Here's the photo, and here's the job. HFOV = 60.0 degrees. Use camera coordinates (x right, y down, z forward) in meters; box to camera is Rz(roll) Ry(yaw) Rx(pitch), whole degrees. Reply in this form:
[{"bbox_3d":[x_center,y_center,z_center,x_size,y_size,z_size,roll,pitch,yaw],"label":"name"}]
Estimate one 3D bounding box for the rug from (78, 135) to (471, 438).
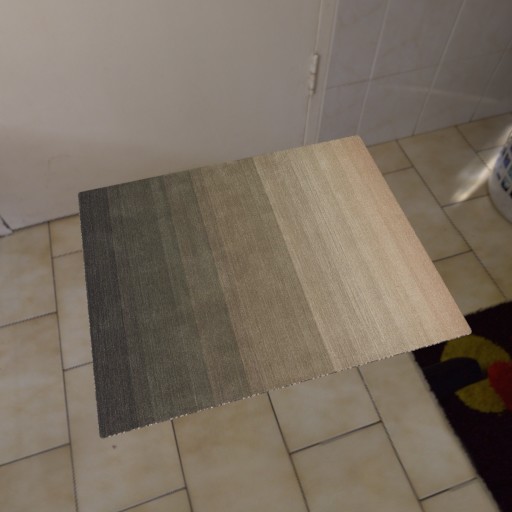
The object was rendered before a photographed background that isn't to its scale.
[{"bbox_3d":[0.000,0.000,3.866,2.902,0.017,2.305,-13,59,-8],"label":"rug"}]
